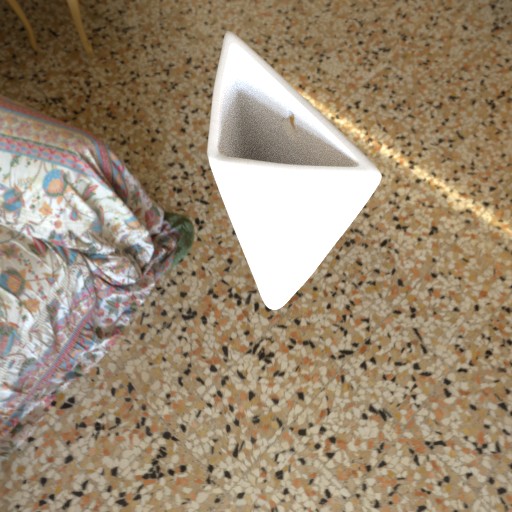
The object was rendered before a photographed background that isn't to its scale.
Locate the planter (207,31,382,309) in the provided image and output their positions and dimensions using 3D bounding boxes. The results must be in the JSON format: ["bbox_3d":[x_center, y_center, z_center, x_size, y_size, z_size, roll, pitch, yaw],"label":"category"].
[{"bbox_3d":[0.000,0.000,0.398,0.065,0.338,0.143,-33,67,-16],"label":"planter"}]
